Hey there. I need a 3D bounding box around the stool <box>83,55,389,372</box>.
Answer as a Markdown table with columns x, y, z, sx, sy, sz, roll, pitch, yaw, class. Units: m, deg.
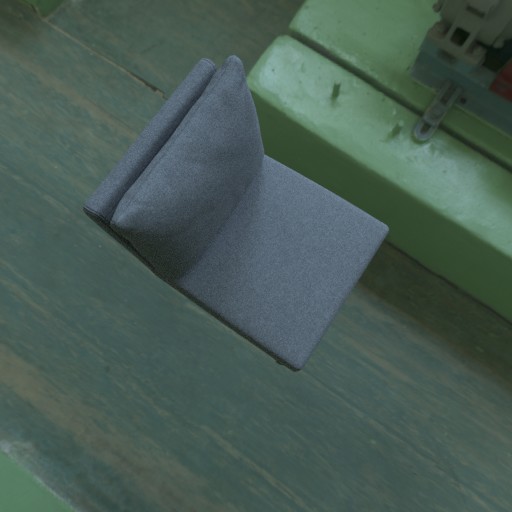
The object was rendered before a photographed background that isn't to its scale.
| x | y | z | sx | sy | sz | roll | pitch | yaw | class |
| --- | --- | --- | --- | --- | --- | --- | --- | --- | --- |
| 0.000 | 0.000 | 1.374 | 0.569 | 1.130 | 0.463 | 33 | 79 | 7 | stool |
